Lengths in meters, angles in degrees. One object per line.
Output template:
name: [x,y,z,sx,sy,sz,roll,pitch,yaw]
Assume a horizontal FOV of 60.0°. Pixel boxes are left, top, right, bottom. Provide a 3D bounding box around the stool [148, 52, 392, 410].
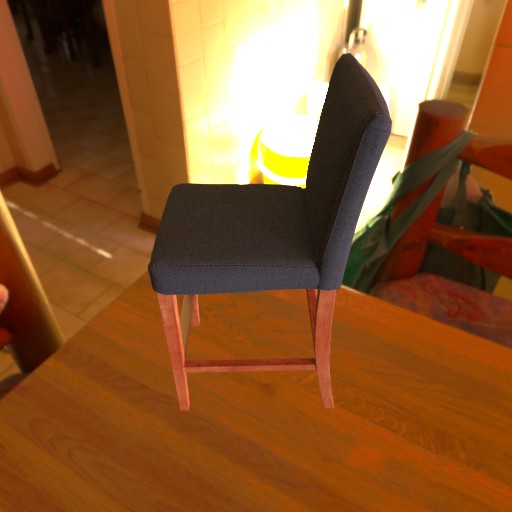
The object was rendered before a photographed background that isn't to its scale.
stool: [0.000,0.000,1.388,0.574,1.088,0.454,0,40,0]
